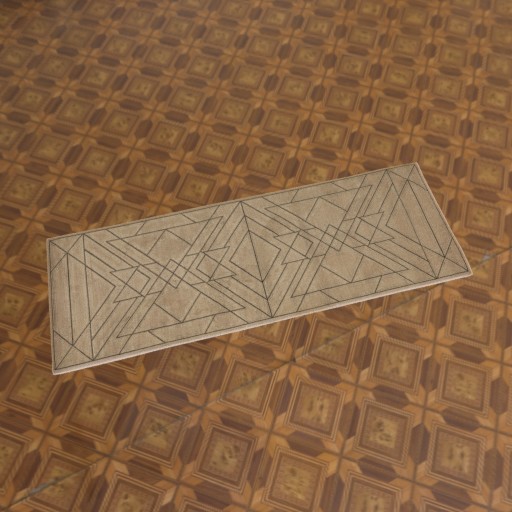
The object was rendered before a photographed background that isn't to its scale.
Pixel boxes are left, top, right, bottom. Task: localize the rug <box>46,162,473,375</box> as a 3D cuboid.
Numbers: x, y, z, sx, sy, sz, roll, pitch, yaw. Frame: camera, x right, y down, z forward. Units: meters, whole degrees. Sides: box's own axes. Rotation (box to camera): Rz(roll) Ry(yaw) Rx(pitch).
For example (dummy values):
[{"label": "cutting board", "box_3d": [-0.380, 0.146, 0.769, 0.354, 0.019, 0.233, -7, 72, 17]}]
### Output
[{"label": "rug", "box_3d": [0.000, 0.000, 2.598, 2.381, 0.036, 0.831, -13, 64, -6]}]
